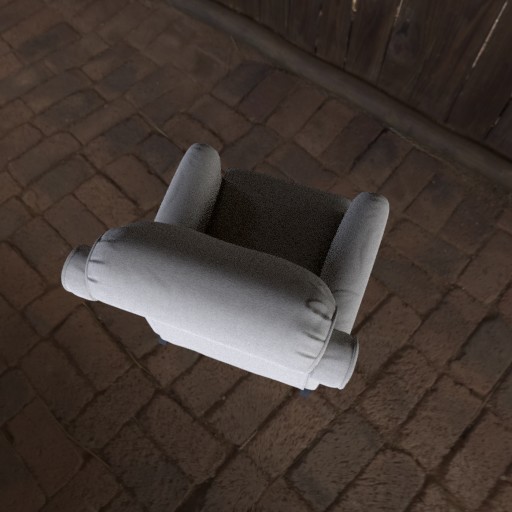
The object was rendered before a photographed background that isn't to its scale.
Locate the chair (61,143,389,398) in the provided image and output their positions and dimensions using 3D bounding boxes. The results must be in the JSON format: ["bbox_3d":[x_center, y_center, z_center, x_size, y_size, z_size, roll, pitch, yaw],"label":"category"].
[{"bbox_3d":[0.000,0.000,1.683,0.859,1.046,0.919,18,64,9],"label":"chair"}]
